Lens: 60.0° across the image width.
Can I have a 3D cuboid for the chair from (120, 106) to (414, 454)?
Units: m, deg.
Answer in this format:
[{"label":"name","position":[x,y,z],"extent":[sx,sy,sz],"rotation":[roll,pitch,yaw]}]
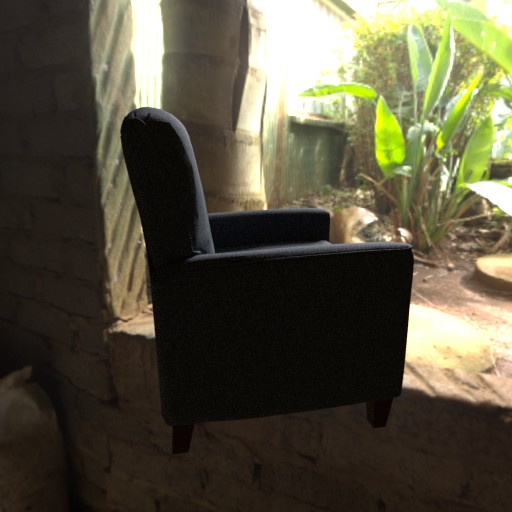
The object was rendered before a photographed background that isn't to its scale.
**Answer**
[{"label":"chair","position":[0.000,0.000,1.622],"extent":[0.850,1.016,0.839],"rotation":[-3,15,-11]}]
